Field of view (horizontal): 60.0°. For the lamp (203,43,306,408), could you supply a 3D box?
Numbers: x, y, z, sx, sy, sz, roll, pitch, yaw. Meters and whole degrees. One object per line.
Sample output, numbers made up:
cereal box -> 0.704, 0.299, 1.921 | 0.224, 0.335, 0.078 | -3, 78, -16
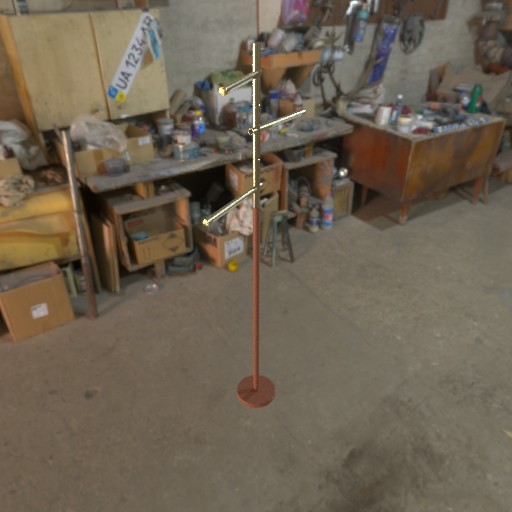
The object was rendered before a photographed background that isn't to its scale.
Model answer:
lamp -> 0.000, 0.000, 1.964 | 0.209, 1.704, 0.737 | 10, 31, 18
